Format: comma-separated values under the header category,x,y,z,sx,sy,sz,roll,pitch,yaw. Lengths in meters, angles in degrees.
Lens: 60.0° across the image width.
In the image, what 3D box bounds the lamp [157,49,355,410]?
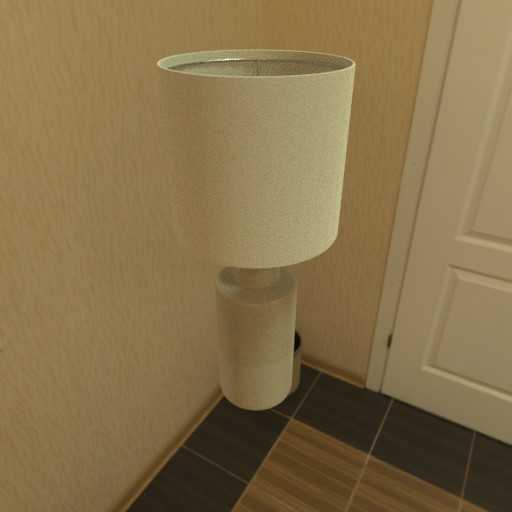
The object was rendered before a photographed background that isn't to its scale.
category,x,y,z,sx,sy,sz,roll,pitch,yaw
lamp,0.000,0.000,0.606,0.212,0.493,0.212,1,31,1
